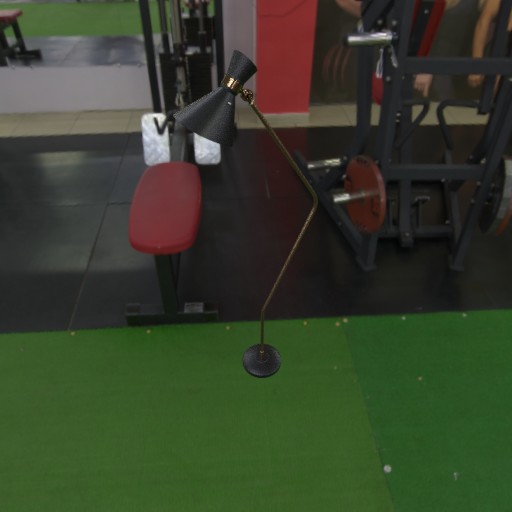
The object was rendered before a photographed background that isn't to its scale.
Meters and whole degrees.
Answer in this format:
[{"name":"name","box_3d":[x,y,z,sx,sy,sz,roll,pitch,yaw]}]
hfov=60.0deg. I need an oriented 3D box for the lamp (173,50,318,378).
[{"name":"lamp","box_3d":[0.000,0.000,1.649,0.467,1.438,0.277,-1,41,-1]}]
